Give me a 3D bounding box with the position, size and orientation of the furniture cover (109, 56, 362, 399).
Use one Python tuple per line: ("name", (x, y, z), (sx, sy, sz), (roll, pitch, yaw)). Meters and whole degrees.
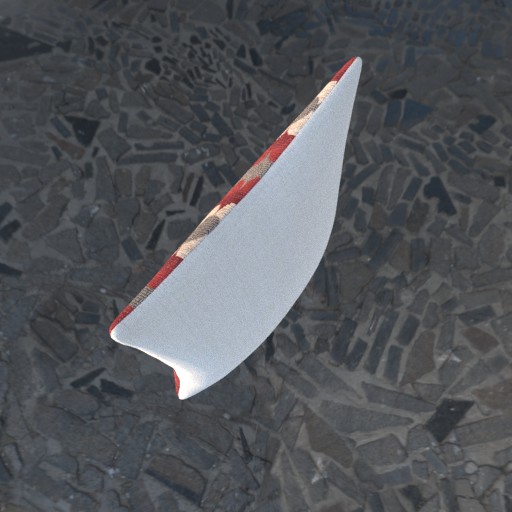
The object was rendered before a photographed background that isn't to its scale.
("furniture cover", (0.000, 0.000, 0.648), (0.145, 0.420, 0.435), (34, 69, 15))
